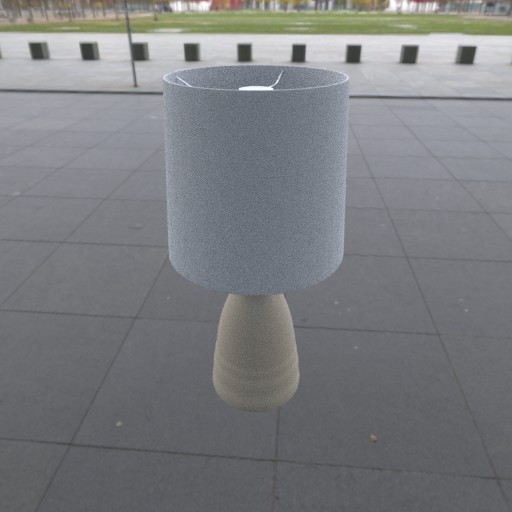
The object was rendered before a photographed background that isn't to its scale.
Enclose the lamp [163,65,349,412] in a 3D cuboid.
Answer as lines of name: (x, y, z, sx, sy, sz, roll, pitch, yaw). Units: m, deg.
lamp: (0.000, 0.000, 0.486, 0.186, 0.369, 0.186, 0, 29, 0)
